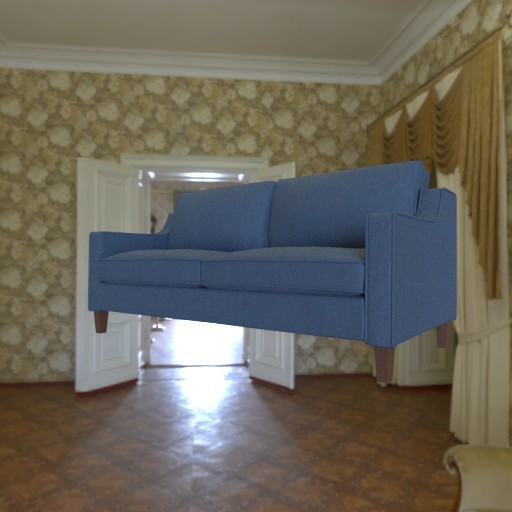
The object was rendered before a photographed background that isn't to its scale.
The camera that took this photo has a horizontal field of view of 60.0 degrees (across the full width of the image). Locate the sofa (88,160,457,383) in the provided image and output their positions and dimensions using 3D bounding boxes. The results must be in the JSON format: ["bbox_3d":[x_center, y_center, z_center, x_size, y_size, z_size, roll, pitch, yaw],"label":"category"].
[{"bbox_3d":[0.000,0.000,2.845,2.178,1.071,1.066,0,-1,37],"label":"sofa"}]
